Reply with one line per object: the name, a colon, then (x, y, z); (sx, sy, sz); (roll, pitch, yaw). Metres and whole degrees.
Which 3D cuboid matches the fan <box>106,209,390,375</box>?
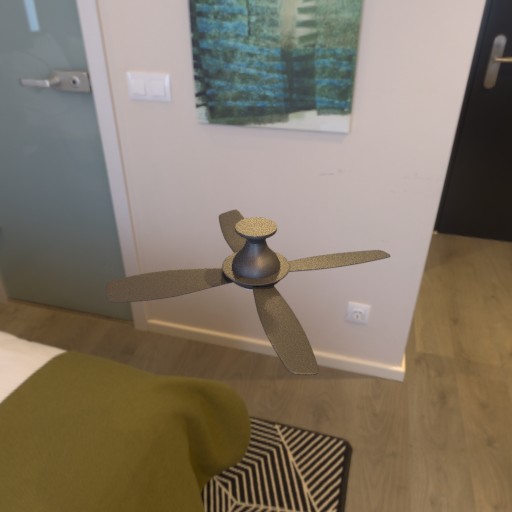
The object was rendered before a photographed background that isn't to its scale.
fan: (0.000, 0.000, 2.551); (1.694, 0.382, 1.694); (-8, 32, -12)
